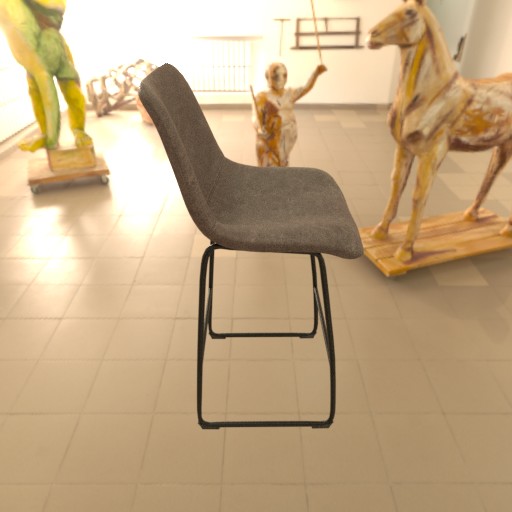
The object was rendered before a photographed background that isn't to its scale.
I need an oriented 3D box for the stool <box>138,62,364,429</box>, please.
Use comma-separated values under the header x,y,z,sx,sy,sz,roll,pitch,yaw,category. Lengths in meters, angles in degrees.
x,y,z,sx,sy,sz,roll,pitch,yaw,category
0.000,0.000,1.393,0.561,1.082,0.514,0,32,0,stool
